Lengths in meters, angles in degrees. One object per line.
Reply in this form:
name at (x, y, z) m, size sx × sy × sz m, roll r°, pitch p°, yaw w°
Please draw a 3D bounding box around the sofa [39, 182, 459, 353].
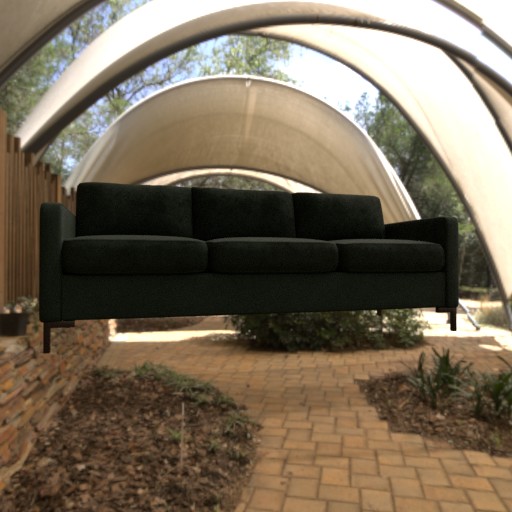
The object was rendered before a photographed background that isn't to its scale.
sofa at (0.000, 0.000, 2.631) m, size 2.218 × 0.870 × 0.859 m, roll 0°, pitch -1°, yaw -17°
